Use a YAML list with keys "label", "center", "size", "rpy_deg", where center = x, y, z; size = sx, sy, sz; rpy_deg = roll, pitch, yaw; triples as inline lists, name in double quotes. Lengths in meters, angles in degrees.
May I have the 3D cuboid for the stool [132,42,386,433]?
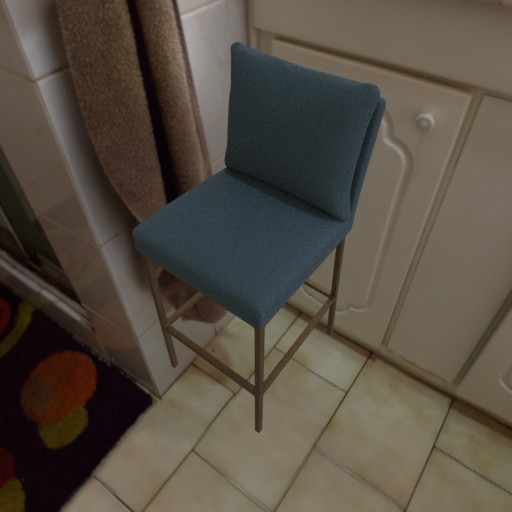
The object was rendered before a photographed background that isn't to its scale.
- label: "stool"
  center: [0.000, 0.000, 1.428]
  size: [0.463, 1.124, 0.568]
  rpy_deg: [29, 53, 25]
